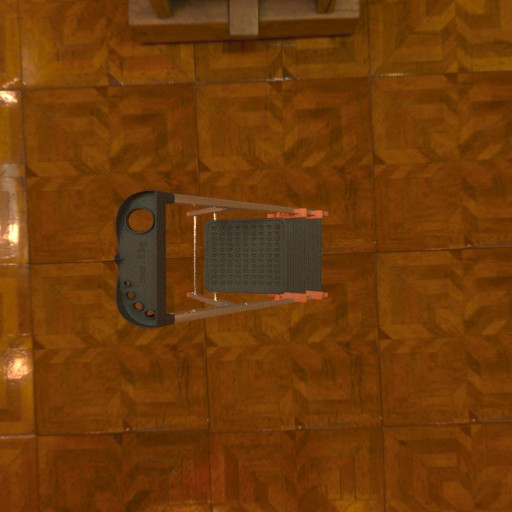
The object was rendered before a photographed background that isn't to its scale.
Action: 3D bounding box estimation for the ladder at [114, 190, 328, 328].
[{"bbox_3d":[0.000,0.000,1.541,0.686,1.229,0.416,0,91,1],"label":"ladder"}]
